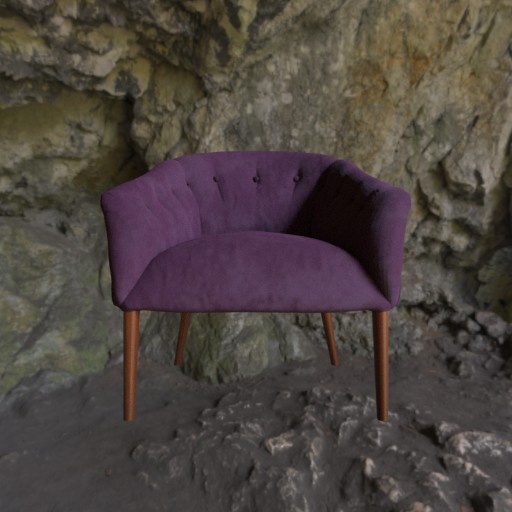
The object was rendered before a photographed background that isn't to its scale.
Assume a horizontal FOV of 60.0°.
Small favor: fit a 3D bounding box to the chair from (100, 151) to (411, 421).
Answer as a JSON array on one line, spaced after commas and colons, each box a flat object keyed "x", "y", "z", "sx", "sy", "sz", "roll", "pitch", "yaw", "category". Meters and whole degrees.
[{"x": 0.000, "y": 0.000, "z": 1.542, "sx": 0.851, "sy": 0.885, "sz": 0.776, "roll": 0, "pitch": 0, "yaw": 0, "category": "chair"}]
